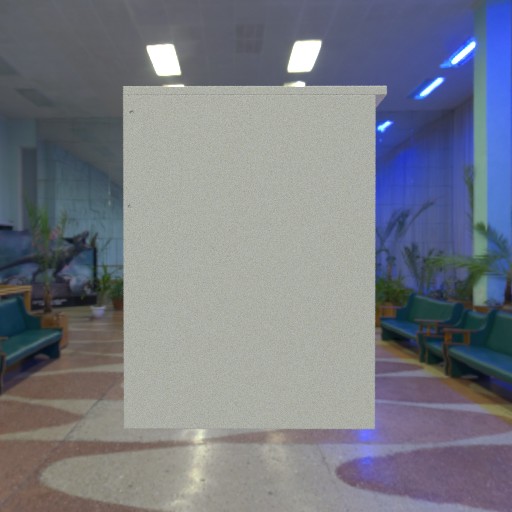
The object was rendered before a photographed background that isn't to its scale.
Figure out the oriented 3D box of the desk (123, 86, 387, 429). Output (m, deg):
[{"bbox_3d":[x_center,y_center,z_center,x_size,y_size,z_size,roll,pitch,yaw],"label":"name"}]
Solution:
[{"bbox_3d":[0.000,0.000,1.493,0.560,0.730,1.100,0,0,0],"label":"desk"}]
